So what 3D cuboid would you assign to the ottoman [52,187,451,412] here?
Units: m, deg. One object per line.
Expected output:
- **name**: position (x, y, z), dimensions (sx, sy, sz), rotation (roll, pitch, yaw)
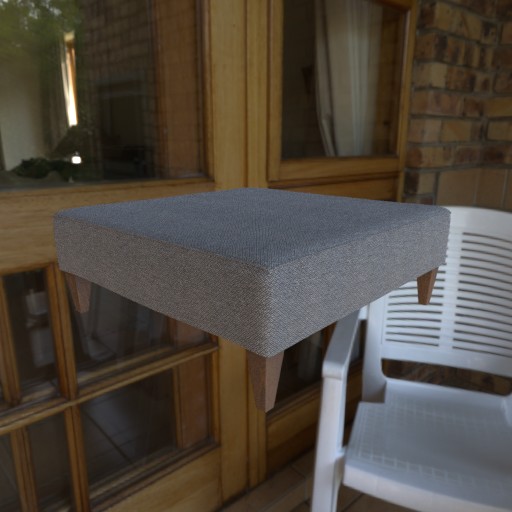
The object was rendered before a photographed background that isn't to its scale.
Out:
- **ottoman**: position (0.000, 0.000, 1.539), dimensions (0.970, 0.378, 0.981), rotation (13, 20, 41)
